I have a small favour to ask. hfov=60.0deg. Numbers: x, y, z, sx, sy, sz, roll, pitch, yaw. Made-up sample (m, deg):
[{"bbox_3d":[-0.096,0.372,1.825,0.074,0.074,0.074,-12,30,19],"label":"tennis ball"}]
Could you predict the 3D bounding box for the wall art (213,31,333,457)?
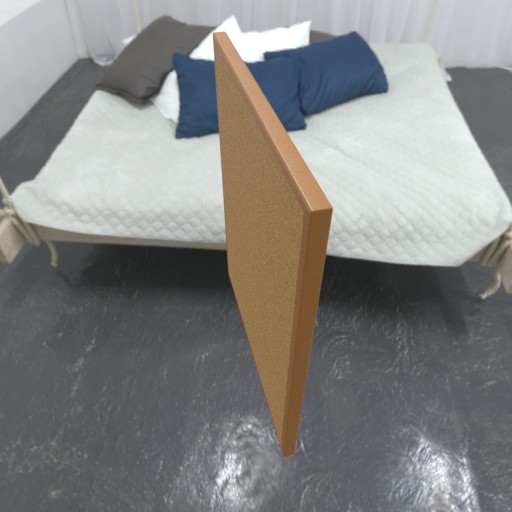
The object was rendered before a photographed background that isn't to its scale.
[{"bbox_3d":[0.000,0.000,0.734,0.022,0.553,0.452,-11,46,-10],"label":"wall art"}]
